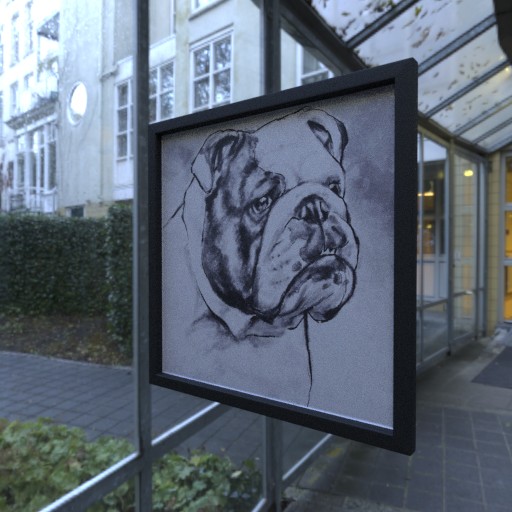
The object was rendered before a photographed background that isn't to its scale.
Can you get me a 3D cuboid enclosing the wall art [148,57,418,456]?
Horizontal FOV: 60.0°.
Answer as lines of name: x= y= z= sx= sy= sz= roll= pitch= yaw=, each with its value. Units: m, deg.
wall art: x=0.000 y=0.000 z=0.646 sx=0.456 sy=0.453 sz=0.022 roll=1 pitch=1 yaw=37
